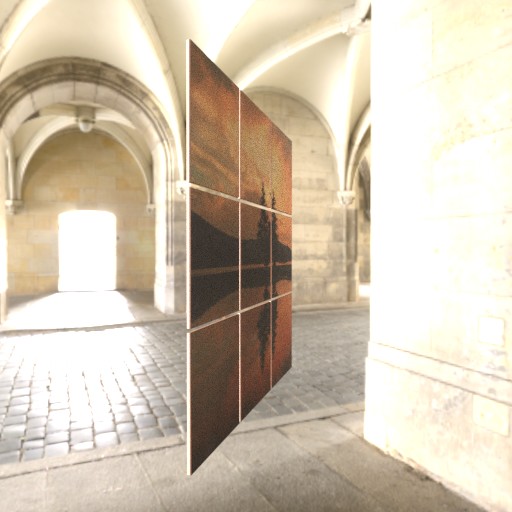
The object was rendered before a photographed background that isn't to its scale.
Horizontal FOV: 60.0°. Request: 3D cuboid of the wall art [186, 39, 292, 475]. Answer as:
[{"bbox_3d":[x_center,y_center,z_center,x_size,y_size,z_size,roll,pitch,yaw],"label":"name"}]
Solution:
[{"bbox_3d":[0.000,0.000,1.816,0.013,1.218,1.216,0,1,18],"label":"wall art"}]
